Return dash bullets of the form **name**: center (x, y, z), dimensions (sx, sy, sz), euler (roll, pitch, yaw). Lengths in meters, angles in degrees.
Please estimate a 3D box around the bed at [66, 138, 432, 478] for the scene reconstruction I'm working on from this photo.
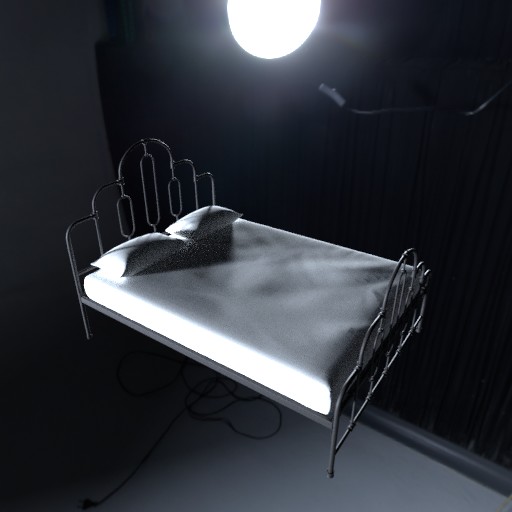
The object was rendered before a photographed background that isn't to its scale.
- **bed**: center (0.000, 0.000, 3.249), dimensions (2.163, 1.429, 1.640), euler (18, 32, 31)
